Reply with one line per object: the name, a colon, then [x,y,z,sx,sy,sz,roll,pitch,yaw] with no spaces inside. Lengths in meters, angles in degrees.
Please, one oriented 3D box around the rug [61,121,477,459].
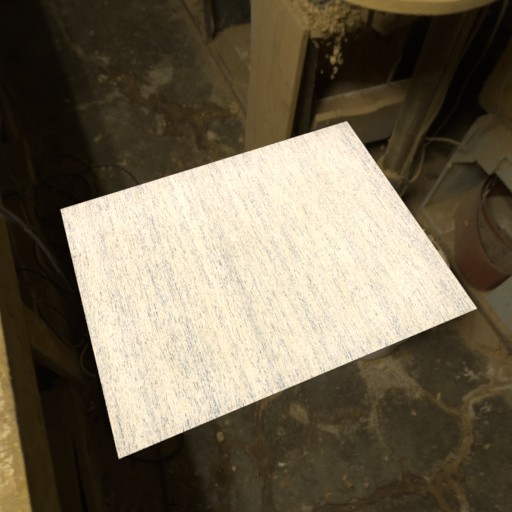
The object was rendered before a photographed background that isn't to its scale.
rug: [0.000,0.000,4.148,3.197,0.006,2.438,-20,63,-11]
